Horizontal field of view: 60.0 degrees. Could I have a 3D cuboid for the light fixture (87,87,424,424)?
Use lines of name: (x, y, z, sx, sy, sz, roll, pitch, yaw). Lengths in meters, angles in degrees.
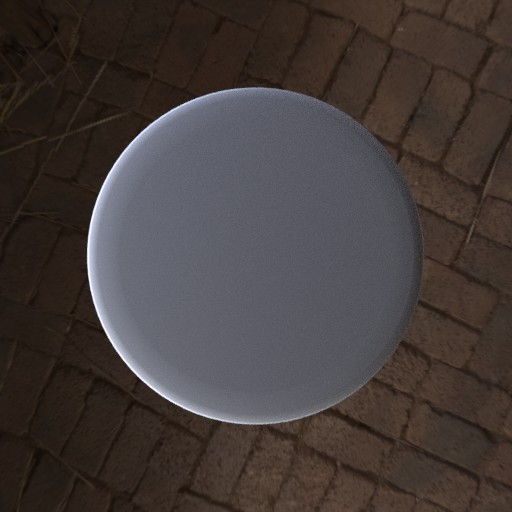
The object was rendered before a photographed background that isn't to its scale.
light fixture: (0.000, 0.000, 0.628, 0.393, 0.229, 0.393, 0, 90, 1)
